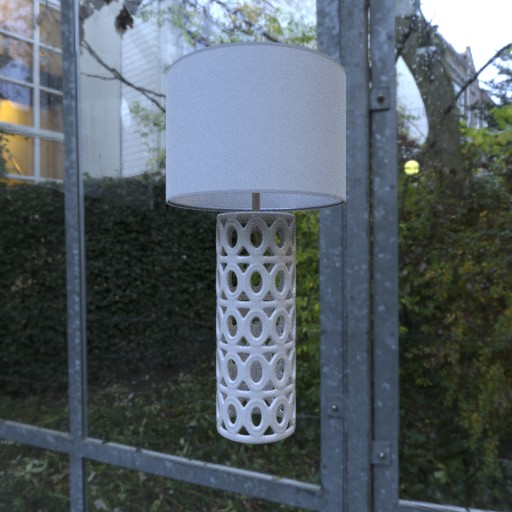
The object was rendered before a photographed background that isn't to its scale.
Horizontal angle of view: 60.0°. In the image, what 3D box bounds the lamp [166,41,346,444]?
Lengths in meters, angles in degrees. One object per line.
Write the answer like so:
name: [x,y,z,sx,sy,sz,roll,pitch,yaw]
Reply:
lamp: [0.000,0.000,0.819,0.324,0.636,0.325,0,1,35]
